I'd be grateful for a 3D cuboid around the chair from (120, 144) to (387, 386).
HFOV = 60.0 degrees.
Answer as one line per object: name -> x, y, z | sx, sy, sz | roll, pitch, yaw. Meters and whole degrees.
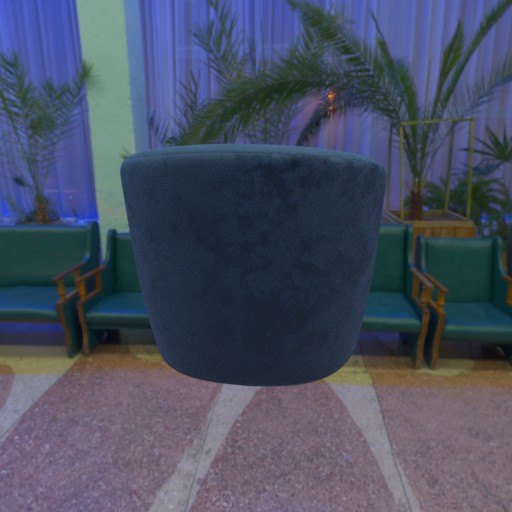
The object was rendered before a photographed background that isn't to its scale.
chair -> 0.000, 0.000, 1.379 | 0.773, 0.698, 0.767 | 2, 16, 6
